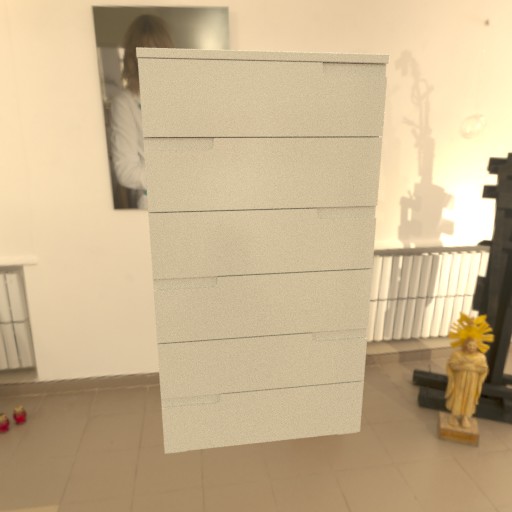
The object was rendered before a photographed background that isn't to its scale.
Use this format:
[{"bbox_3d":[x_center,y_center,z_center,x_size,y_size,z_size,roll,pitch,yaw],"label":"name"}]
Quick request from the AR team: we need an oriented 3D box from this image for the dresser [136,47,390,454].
[{"bbox_3d":[0.000,0.000,1.473,0.650,1.190,0.400,-3,16,-9],"label":"dresser"}]
